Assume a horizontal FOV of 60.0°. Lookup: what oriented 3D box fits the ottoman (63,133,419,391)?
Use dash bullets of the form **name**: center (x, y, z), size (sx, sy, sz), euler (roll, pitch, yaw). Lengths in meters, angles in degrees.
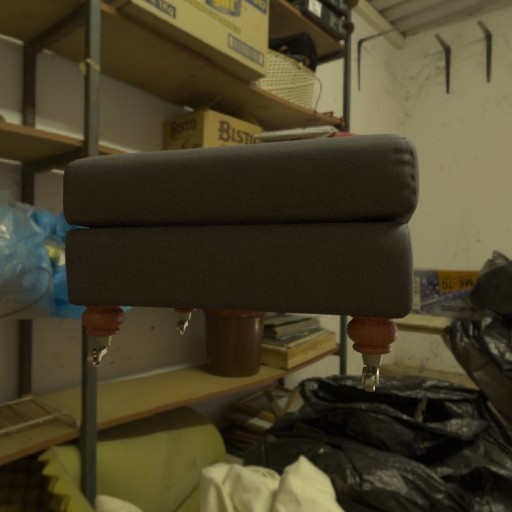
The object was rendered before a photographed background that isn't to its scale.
- **ottoman**: center (0.000, 0.000, 1.140), size (0.773, 0.497, 0.574), euler (0, 0, 17)
